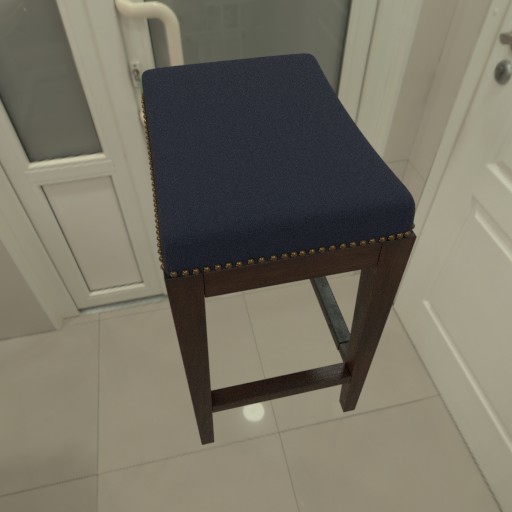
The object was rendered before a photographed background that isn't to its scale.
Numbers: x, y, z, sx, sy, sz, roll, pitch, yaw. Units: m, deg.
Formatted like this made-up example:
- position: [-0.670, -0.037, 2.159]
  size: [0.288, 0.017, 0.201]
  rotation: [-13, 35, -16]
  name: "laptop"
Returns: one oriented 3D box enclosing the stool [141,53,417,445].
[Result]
- position: [0.000, 0.000, 0.939]
  size: [0.361, 0.642, 0.500]
  rotation: [-10, 49, -9]
  name: "stool"
